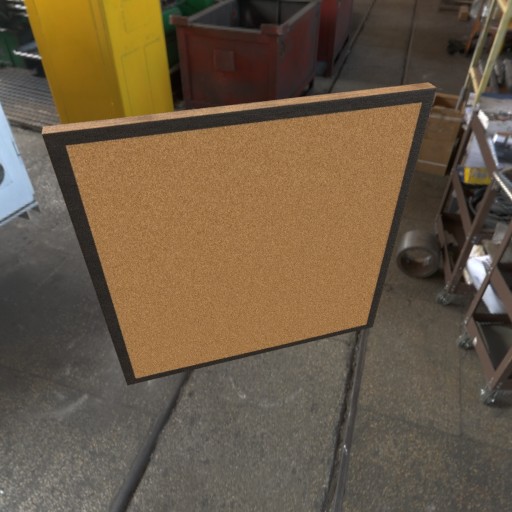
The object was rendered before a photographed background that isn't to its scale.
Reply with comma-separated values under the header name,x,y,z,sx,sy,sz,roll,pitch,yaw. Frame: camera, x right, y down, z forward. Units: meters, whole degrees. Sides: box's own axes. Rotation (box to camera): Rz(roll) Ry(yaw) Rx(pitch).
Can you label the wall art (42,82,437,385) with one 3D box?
name,x,y,z,sx,sy,sz,roll,pitch,yaw
wall art,0.000,0.000,0.992,0.695,0.691,0.029,-11,42,-12
